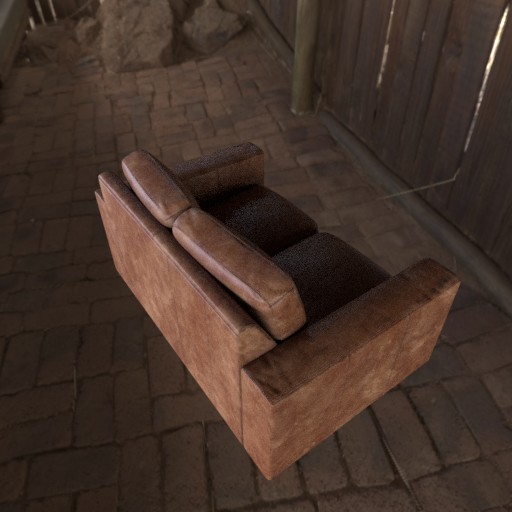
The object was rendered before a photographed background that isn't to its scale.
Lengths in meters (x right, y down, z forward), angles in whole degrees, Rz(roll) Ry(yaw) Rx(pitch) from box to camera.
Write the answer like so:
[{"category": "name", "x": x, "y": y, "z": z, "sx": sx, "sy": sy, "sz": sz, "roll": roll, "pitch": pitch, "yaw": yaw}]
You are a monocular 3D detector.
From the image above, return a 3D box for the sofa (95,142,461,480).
[{"category": "sofa", "x": 0.000, "y": 0.000, "z": 2.278, "sx": 1.041, "sy": 0.889, "sz": 1.626, "roll": -25, "pitch": 47, "yaw": -26}]
